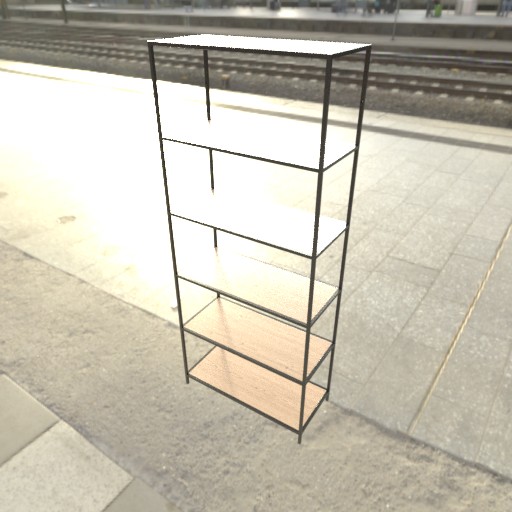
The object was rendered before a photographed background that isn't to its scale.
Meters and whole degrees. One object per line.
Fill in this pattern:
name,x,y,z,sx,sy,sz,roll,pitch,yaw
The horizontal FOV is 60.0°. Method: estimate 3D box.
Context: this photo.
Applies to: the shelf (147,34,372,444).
shelf,0.000,0.000,2.125,0.770,1.850,0.350,18,35,28
